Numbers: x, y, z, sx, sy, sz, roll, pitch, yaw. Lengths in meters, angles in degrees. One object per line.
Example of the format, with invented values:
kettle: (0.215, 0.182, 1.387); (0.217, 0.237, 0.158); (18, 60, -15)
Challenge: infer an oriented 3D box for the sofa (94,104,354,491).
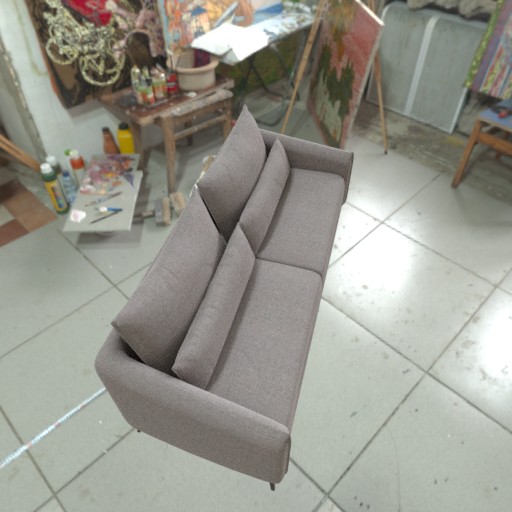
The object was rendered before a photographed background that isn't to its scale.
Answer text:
sofa: (0.000, 0.000, 2.406); (0.809, 0.833, 2.022); (11, 47, 11)
